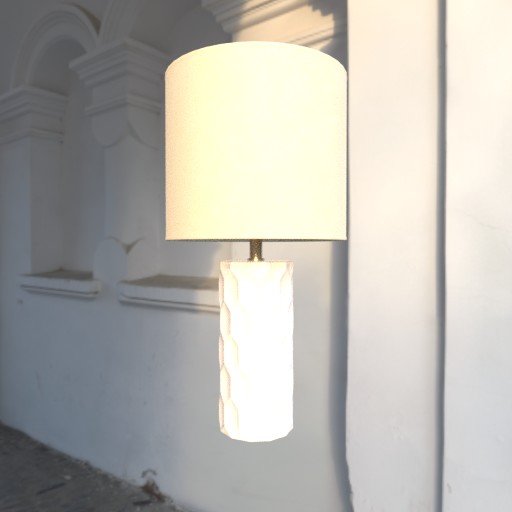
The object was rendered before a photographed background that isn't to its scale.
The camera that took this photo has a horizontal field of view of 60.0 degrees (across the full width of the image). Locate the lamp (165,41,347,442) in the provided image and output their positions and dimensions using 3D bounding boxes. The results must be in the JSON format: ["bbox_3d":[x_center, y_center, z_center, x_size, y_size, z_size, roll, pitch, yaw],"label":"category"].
[{"bbox_3d":[0.000,0.000,0.691,0.277,0.537,0.277,-1,1,-36],"label":"lamp"}]
